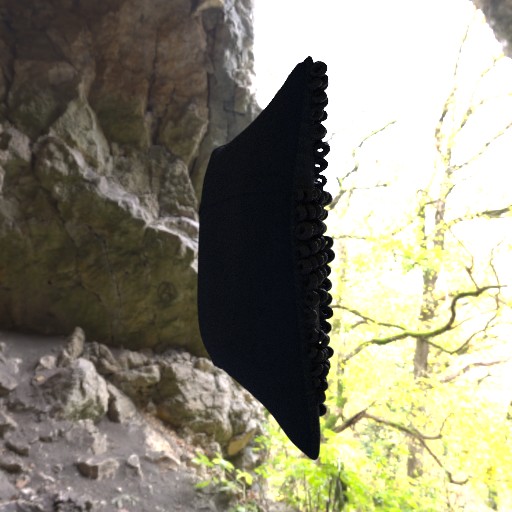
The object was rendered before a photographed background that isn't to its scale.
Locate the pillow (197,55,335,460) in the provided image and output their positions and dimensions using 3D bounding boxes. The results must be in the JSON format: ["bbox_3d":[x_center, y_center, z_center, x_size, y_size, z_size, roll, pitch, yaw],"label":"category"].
[{"bbox_3d":[0.000,0.000,0.724,0.172,0.466,0.469,0,0,-19],"label":"pillow"}]
